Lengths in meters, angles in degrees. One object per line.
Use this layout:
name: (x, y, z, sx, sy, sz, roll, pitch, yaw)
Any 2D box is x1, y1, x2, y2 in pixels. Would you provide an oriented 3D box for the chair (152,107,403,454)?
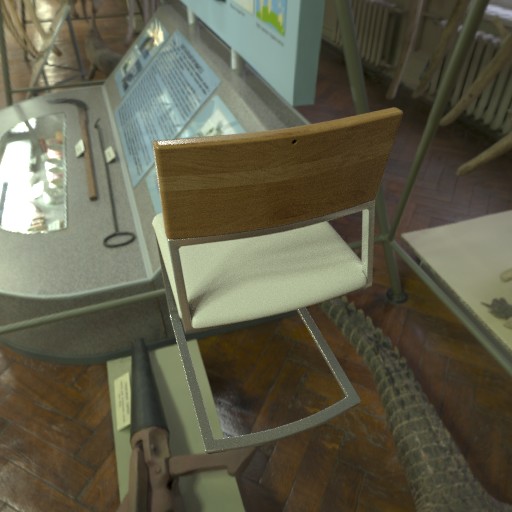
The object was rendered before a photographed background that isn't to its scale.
chair: (0.000, 0.000, 1.162, 0.467, 0.844, 0.585, -12, 41, -15)
